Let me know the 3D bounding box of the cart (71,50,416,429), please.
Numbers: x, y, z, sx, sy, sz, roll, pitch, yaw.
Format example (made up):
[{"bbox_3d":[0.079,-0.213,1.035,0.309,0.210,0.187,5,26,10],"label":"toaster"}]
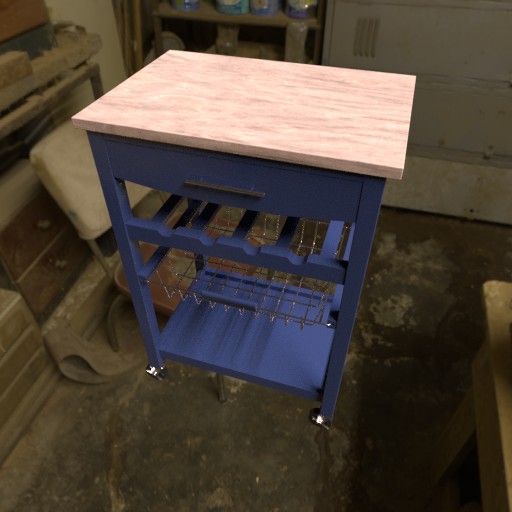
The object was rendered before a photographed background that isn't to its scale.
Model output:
[{"bbox_3d":[0.000,0.000,1.141,0.584,0.839,0.403,12,43,13],"label":"cart"}]
